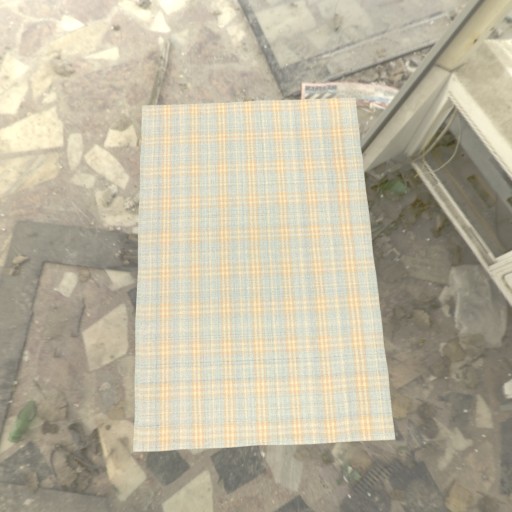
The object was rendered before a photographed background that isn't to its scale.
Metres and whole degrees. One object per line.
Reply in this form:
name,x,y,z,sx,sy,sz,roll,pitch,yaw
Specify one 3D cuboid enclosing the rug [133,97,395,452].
rug,0.000,0.000,2.296,1.231,0.012,1.835,-2,75,-1
